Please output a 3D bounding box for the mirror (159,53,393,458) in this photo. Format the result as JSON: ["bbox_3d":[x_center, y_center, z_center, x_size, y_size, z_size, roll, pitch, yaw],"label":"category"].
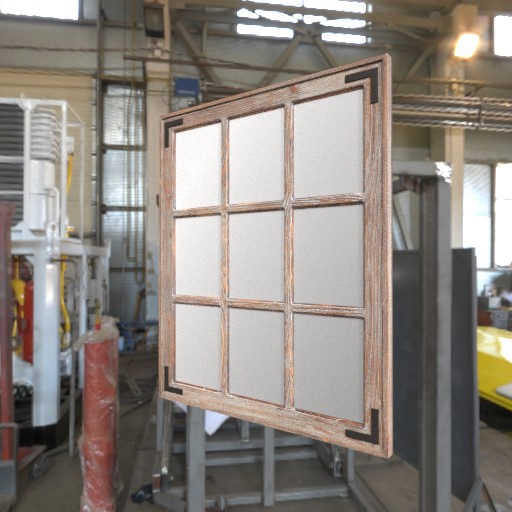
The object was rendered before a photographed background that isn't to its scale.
[{"bbox_3d":[0.000,0.000,1.191,0.730,0.882,0.032,0,0,36],"label":"mirror"}]
